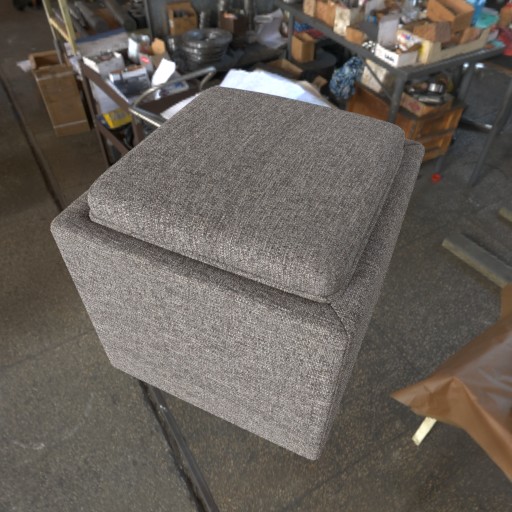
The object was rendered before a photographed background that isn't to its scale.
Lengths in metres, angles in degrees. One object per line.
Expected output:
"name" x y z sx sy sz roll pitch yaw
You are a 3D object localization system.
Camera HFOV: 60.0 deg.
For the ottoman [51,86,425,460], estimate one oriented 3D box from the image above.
"ottoman" 0.000 0.000 0.819 0.450 0.460 0.450 19 49 17
